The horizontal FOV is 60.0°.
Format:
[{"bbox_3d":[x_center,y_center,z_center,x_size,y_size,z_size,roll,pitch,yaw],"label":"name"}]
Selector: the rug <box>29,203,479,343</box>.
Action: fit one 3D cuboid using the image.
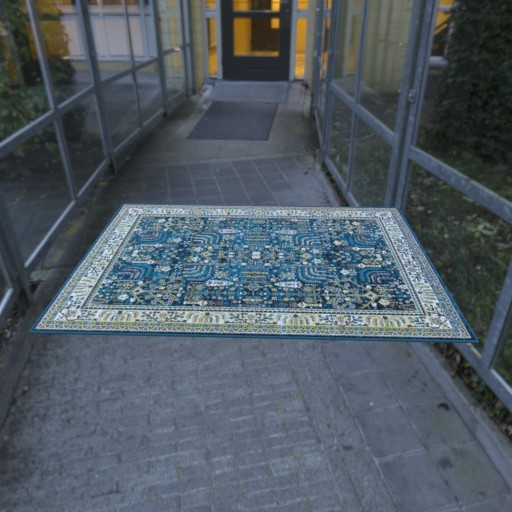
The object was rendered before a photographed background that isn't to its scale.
[{"bbox_3d":[0.000,0.000,2.866,2.213,0.013,1.594,1,30,2],"label":"rug"}]
